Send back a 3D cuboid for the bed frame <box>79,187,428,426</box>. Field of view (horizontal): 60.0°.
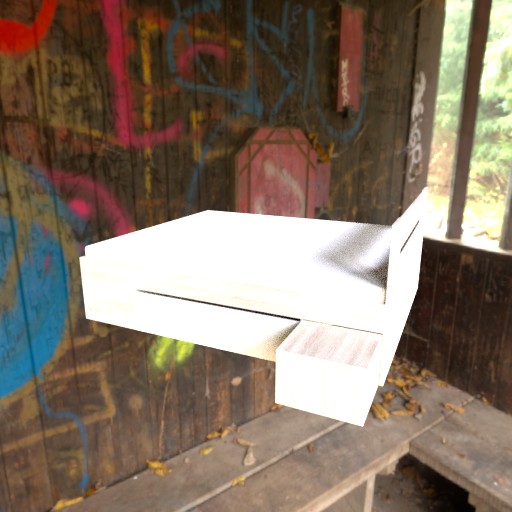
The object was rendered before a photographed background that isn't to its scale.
[{"bbox_3d":[0.000,0.000,3.157,2.050,0.860,2.040,7,17,24],"label":"bed frame"}]
